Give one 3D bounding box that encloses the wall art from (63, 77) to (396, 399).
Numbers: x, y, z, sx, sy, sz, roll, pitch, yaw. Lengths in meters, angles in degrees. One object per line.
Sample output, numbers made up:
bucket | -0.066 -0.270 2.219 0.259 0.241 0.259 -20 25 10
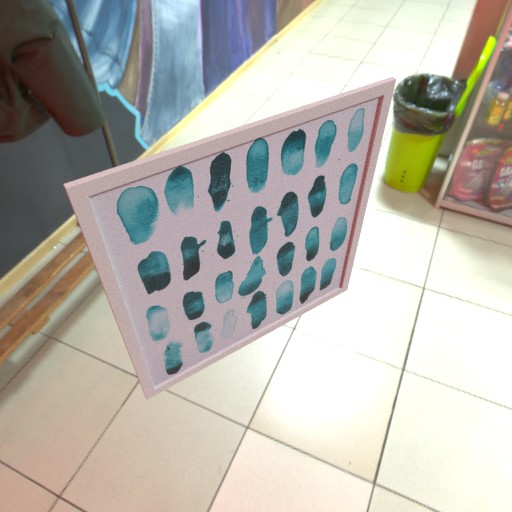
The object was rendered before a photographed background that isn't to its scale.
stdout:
wall art | 0.000 0.000 0.694 0.456 0.457 0.009 -25 51 -22
